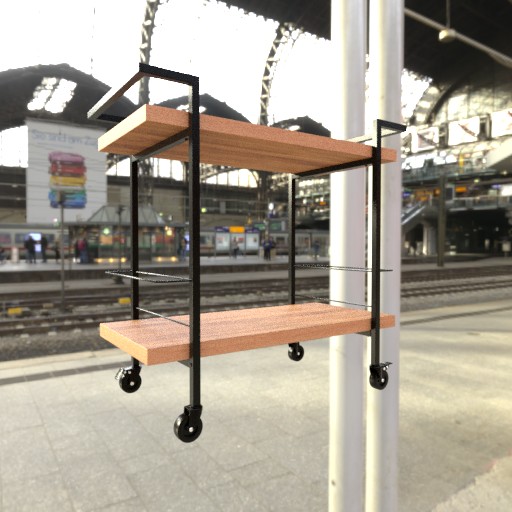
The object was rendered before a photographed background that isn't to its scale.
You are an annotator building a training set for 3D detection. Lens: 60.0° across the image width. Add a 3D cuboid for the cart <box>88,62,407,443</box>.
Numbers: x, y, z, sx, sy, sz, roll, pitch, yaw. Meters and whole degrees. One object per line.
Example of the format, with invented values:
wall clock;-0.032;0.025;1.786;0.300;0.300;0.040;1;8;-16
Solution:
cart;0.000;0.000;1.244;0.806;0.762;0.406;-1;2;-34
